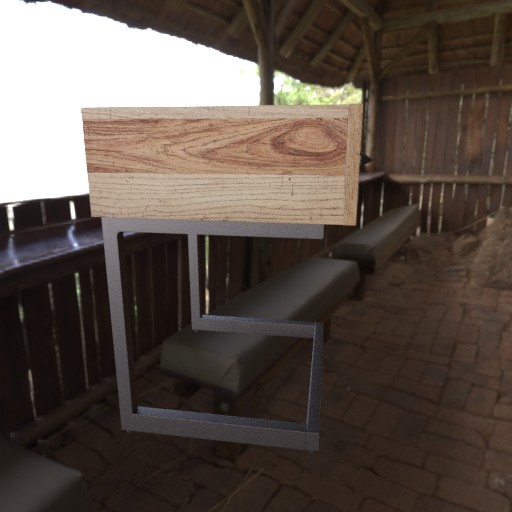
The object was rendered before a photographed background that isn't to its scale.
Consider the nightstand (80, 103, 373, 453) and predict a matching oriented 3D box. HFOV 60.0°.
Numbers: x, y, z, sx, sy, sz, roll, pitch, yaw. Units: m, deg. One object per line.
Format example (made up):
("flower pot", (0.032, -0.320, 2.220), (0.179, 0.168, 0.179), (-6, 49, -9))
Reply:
("nightstand", (0.000, 0.000, 1.022), (0.481, 0.632, 0.558), (3, 16, 9))
